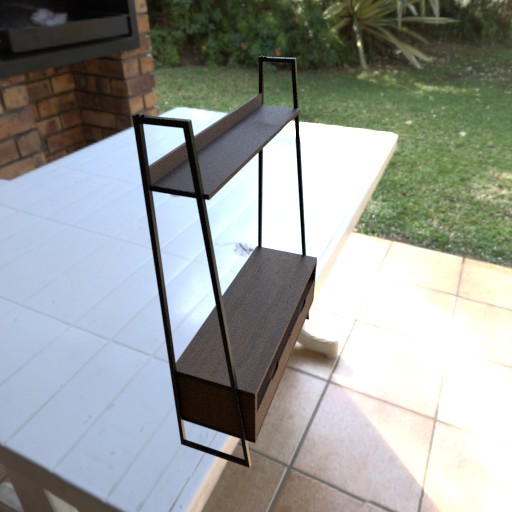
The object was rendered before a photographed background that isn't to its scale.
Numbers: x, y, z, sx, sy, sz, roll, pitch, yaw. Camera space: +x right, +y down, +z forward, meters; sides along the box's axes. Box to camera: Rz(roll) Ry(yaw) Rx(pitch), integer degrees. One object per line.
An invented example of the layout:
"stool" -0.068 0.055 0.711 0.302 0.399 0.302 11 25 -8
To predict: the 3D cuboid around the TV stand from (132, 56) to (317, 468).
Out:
"TV stand" 0.000 0.000 2.363 0.432 1.772 1.250 11 35 17
